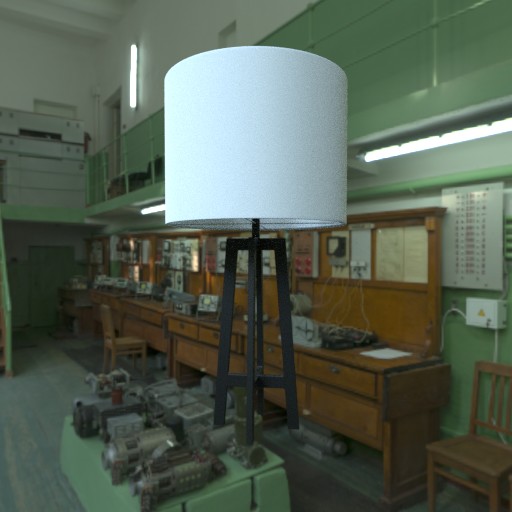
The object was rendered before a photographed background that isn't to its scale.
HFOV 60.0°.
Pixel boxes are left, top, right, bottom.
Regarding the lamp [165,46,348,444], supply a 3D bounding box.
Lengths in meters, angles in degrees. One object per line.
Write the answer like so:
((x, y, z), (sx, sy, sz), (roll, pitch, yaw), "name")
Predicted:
((0.000, 0.000, 0.637), (0.257, 0.489, 0.257), (0, 0, -37), "lamp")
